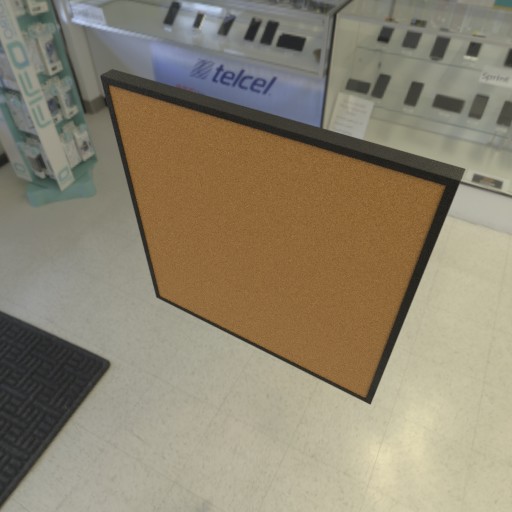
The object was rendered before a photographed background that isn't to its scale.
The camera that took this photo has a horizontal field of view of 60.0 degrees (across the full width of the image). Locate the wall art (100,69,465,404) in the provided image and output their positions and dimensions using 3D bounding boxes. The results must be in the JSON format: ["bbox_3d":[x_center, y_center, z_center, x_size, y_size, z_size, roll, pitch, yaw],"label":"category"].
[{"bbox_3d":[0.000,0.000,1.111,0.763,0.763,0.039,23,50,21],"label":"wall art"}]
